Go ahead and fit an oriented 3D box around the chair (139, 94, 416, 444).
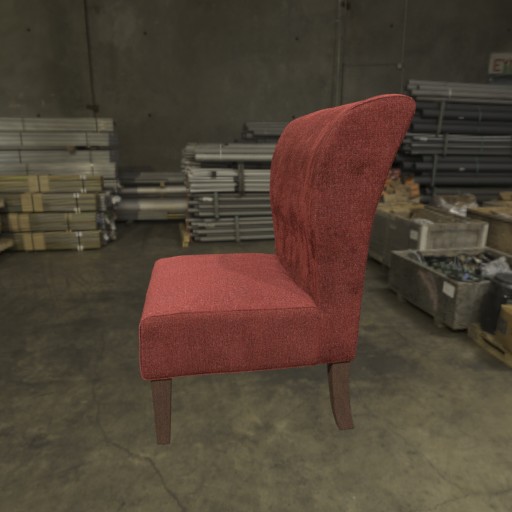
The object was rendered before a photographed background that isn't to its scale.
[{"bbox_3d":[0.000,0.000,1.271,0.640,0.846,0.538,-2,14,-8],"label":"chair"}]
